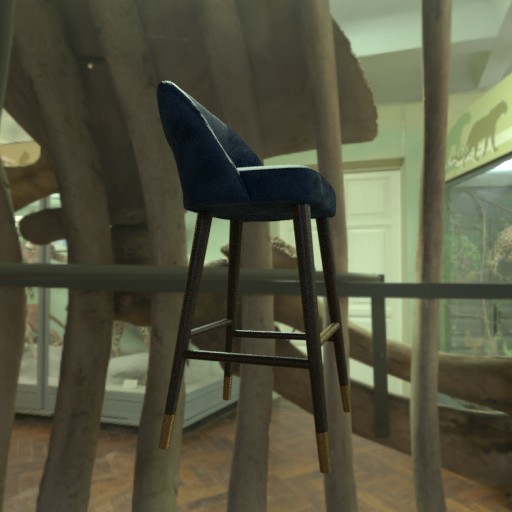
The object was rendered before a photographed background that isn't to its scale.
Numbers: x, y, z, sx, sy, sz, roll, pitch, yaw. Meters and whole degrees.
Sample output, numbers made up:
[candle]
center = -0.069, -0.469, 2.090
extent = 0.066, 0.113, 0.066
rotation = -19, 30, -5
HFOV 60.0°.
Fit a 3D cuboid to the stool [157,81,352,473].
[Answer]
[stool]
center = 0.000, 0.000, 1.326
extent = 0.515, 1.016, 0.514
rotation = 0, -1, 18
